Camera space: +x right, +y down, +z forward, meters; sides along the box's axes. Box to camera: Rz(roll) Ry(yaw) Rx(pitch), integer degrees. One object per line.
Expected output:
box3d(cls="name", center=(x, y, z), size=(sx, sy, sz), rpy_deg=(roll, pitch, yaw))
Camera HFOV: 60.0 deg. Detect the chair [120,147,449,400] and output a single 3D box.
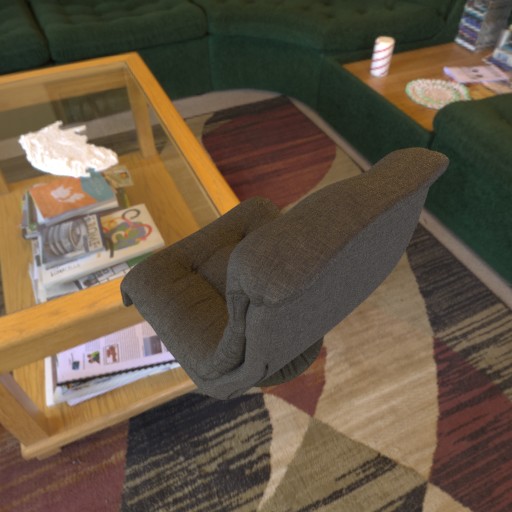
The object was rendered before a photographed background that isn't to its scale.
box3d(cls="chair", center=(0.000, 0.000, 1.208), size=(0.597, 0.749, 0.668), rpy_deg=(-34, 56, -27))
